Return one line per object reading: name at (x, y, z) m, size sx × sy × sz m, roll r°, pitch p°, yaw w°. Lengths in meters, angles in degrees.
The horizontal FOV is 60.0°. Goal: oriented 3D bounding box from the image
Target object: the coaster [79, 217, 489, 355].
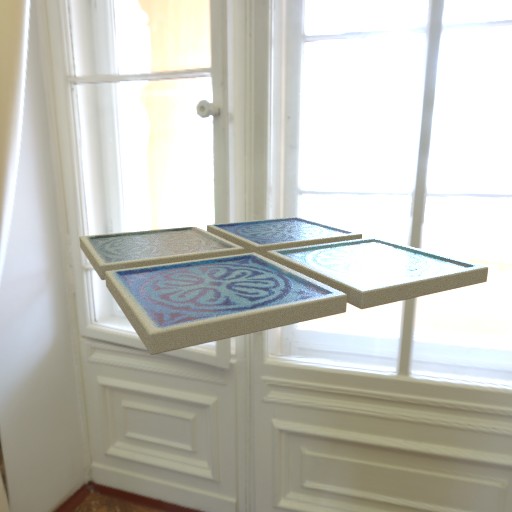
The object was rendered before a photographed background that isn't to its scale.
coaster at (0.000, 0.000, 0.322) m, size 0.214 × 0.010 × 0.219 m, roll -8°, pitch 16°, yaw -27°
